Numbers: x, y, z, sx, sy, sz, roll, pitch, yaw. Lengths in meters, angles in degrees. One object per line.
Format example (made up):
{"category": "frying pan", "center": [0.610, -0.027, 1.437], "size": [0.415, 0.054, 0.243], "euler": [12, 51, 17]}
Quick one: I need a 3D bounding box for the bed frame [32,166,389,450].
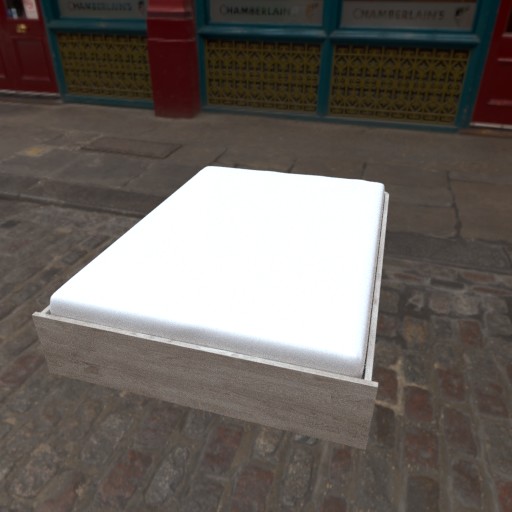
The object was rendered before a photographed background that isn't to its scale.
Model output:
{"category": "bed frame", "center": [0.000, 0.000, 2.645], "size": [1.490, 0.462, 1.950], "euler": [8, 31, 14]}
